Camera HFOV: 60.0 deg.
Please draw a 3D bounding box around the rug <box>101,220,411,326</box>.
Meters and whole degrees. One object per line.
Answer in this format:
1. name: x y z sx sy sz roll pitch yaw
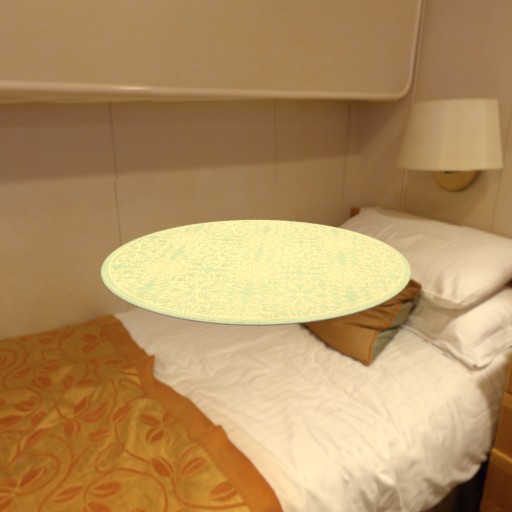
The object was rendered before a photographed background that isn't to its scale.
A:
1. rug: 0.000 0.000 2.395 1.593 0.012 1.593 0 19 0
